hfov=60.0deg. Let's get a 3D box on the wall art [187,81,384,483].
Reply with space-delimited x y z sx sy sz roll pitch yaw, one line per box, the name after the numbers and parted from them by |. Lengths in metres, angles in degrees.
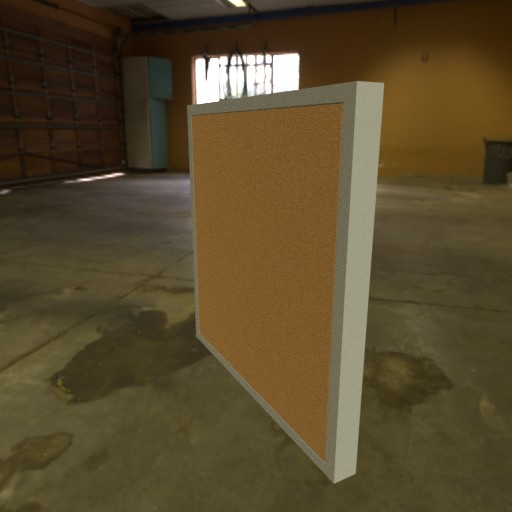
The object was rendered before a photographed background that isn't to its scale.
0.000 0.000 0.750 0.038 0.506 0.506 -8 18 -27 | wall art
